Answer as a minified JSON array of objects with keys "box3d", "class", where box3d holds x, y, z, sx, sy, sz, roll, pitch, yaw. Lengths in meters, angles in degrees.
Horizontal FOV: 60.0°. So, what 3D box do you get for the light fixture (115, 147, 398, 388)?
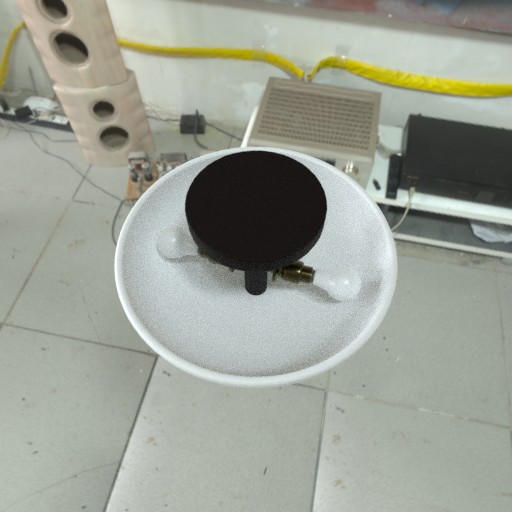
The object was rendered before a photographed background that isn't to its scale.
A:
[{"box3d":[0.000,0.000,0.543,0.331,0.212,0.331,0,58,0],"class":"light fixture"}]
